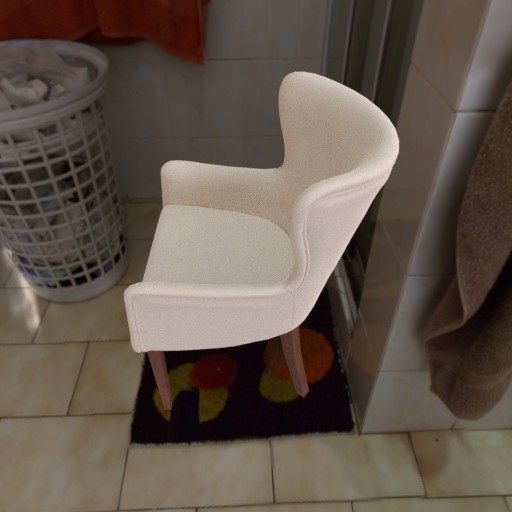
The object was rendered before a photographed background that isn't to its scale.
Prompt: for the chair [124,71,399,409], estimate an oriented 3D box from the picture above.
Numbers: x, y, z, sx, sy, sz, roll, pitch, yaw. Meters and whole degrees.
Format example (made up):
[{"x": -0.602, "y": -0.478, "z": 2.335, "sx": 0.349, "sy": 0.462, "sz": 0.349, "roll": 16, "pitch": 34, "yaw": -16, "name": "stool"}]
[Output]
[{"x": 0.000, "y": 0.000, "z": 1.494, "sx": 0.744, "sy": 0.990, "sz": 0.696, "roll": 0, "pitch": 43, "yaw": 0, "name": "chair"}]
